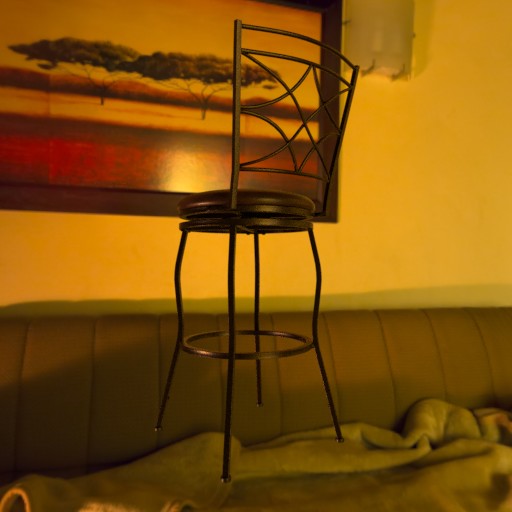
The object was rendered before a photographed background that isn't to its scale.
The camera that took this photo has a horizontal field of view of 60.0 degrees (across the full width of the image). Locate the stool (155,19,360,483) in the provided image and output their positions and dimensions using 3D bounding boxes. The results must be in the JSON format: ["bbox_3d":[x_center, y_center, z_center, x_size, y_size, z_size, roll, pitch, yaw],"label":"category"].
[{"bbox_3d":[0.000,0.000,1.345,0.434,1.117,0.534,0,-1,-36],"label":"stool"}]
